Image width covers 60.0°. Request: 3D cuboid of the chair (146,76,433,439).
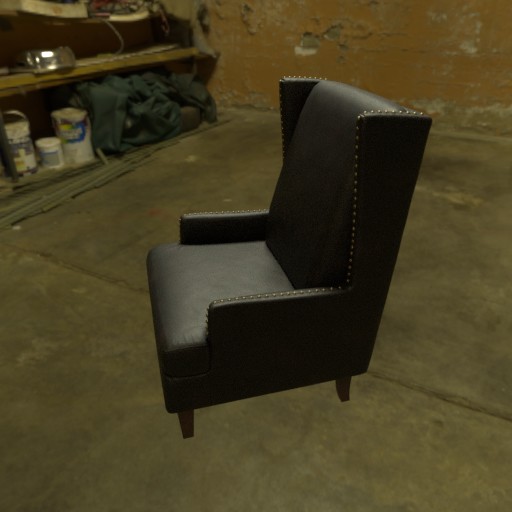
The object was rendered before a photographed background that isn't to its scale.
[{"bbox_3d":[0.000,0.000,1.637,0.799,1.142,0.703,-8,31,-14],"label":"chair"}]
